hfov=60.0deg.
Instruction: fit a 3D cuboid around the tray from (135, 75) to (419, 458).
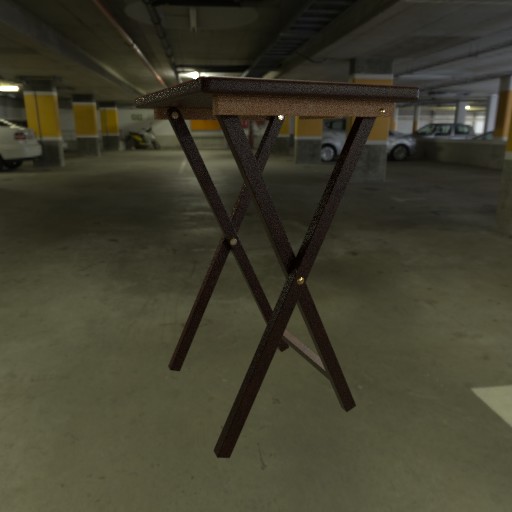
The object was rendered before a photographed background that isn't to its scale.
[{"bbox_3d":[0.000,0.000,0.955,0.381,0.660,0.483,-7,17,-24],"label":"tray"}]
